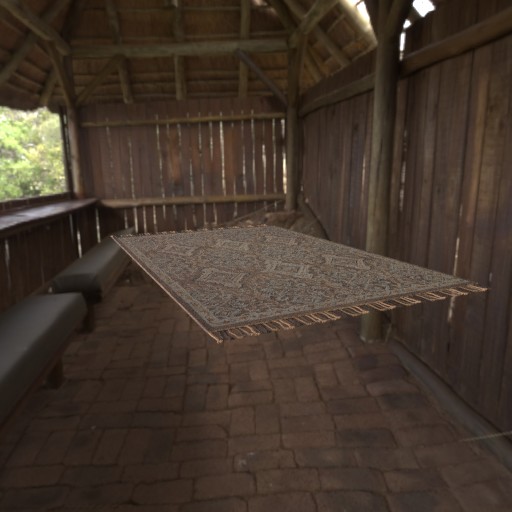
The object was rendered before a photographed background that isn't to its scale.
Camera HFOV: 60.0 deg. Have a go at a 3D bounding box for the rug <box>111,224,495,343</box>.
[{"bbox_3d":[0.000,0.000,2.984,1.516,0.010,2.434,-6,14,-26],"label":"rug"}]
